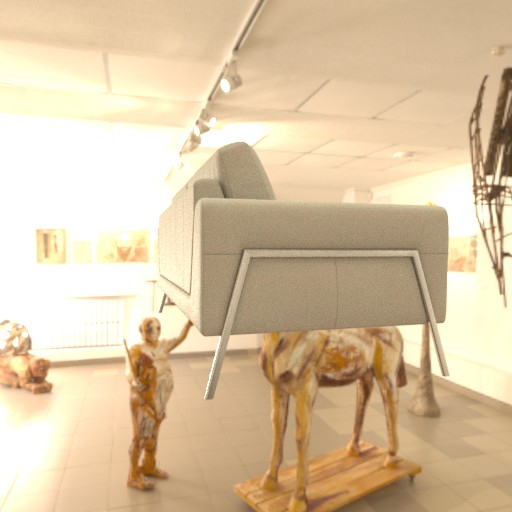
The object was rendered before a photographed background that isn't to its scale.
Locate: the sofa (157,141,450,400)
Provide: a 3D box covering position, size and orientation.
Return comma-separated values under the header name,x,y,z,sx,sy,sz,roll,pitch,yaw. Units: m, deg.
name,x,y,z,sx,sy,sz,roll,pitch,yaw
sofa,0.000,0.000,2.485,0.953,0.875,2.017,0,1,-17
